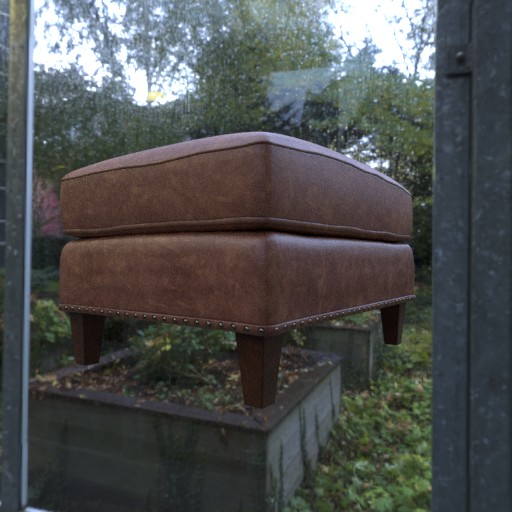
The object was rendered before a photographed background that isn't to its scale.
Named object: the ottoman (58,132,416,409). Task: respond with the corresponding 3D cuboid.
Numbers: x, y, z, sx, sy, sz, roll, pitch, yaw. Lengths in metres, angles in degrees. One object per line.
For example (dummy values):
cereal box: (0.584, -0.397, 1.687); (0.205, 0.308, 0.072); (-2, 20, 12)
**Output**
ottoman: (0.000, 0.000, 1.116); (0.586, 0.486, 0.742); (0, -1, 36)
